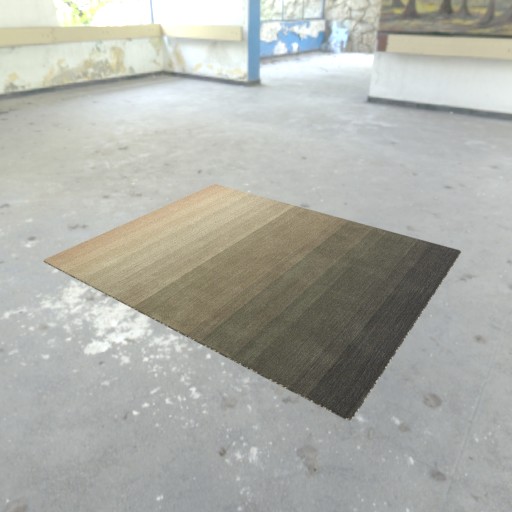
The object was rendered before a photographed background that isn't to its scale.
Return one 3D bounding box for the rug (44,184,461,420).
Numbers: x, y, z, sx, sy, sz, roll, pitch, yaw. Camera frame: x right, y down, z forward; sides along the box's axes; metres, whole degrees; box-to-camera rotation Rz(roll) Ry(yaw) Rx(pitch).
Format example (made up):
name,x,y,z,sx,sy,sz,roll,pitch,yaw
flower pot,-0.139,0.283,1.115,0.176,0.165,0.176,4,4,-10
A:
name,x,y,z,sx,sy,sz,roll,pitch,yaw
rug,0.000,0.000,3.903,2.902,0.017,2.305,20,35,31
